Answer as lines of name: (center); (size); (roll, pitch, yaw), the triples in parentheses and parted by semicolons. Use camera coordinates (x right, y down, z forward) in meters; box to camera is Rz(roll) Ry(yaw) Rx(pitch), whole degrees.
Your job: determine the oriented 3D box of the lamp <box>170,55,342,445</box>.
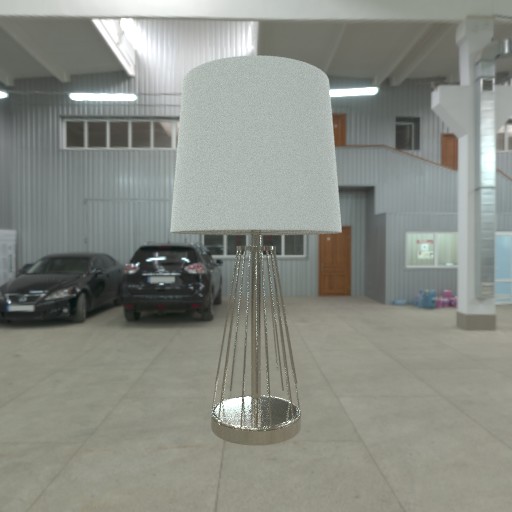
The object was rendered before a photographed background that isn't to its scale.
lamp: (0.000, 0.000, 0.799); (0.303, 0.618, 0.303); (0, 1, 0)
